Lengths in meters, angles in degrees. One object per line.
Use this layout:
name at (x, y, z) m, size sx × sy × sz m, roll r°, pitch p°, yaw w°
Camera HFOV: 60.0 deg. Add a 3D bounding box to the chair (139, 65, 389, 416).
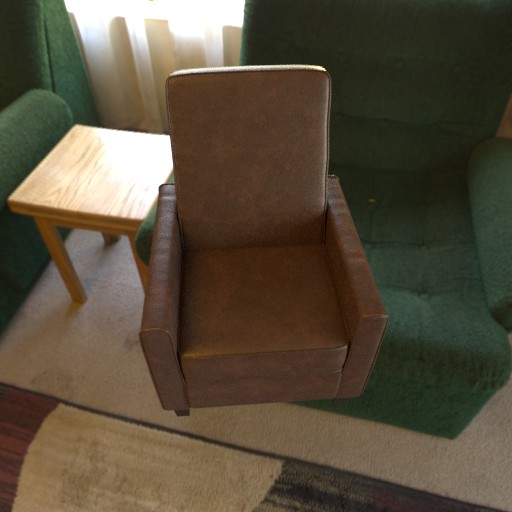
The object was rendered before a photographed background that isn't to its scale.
chair at (0.000, 0.000, 1.517) m, size 0.705 × 1.013 × 0.746 m, roll -3°, pitch 47°, yaw -3°
